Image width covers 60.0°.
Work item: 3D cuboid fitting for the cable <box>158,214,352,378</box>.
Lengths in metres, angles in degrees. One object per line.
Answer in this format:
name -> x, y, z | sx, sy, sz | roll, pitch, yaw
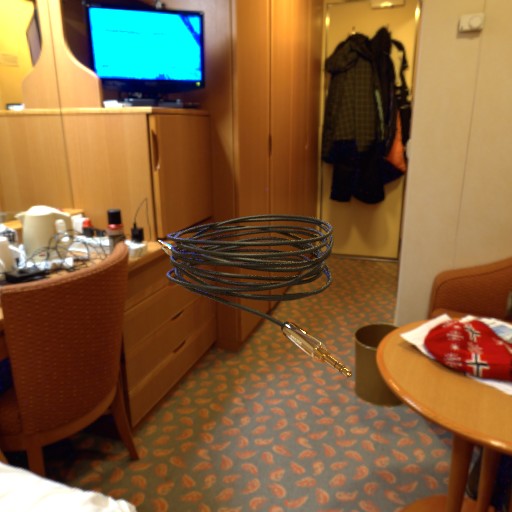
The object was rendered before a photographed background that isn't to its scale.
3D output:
cable -> 0.000, 0.000, 0.504 | 0.198, 0.069, 0.432 | -8, 18, -26
